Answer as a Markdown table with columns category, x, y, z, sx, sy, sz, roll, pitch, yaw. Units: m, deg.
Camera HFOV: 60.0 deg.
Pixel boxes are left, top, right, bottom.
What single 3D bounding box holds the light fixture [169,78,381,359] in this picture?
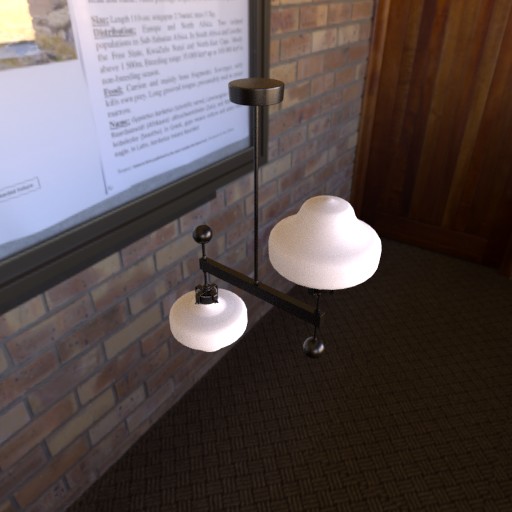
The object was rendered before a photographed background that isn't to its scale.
| category | x | y | z | sx | sy | sz | roll | pitch | yaw |
| --- | --- | --- | --- | --- | --- | --- | --- | --- | --- |
| light fixture | 0.000 | 0.000 | 1.004 | 0.489 | 0.743 | 0.422 | 1 | 32 | 2 |
